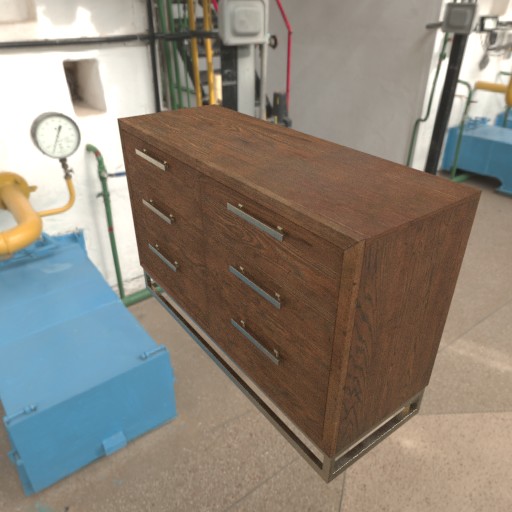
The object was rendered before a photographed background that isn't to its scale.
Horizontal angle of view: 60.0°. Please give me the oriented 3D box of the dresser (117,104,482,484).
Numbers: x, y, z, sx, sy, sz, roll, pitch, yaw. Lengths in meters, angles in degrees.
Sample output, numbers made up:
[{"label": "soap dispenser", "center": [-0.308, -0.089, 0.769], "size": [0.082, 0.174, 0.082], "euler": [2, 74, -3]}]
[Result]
[{"label": "dresser", "center": [0.000, 0.000, 2.126], "size": [0.623, 1.061, 1.646], "euler": [-21, 36, -31]}]
